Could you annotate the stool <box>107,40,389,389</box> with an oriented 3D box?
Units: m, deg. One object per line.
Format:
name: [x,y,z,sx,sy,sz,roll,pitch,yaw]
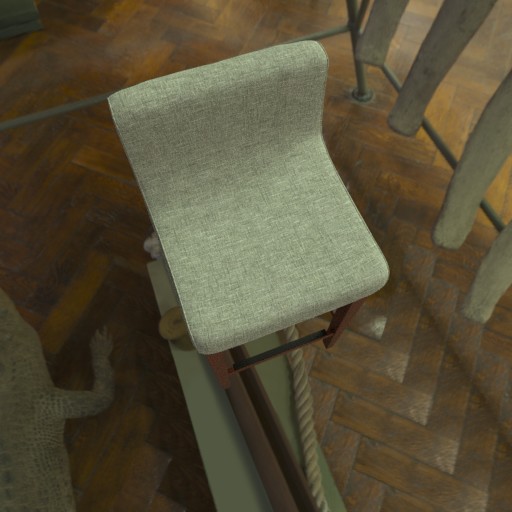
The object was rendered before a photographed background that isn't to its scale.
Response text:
stool: [0.000,0.000,1.101,0.417,0.835,0.459,-19,66,-9]
